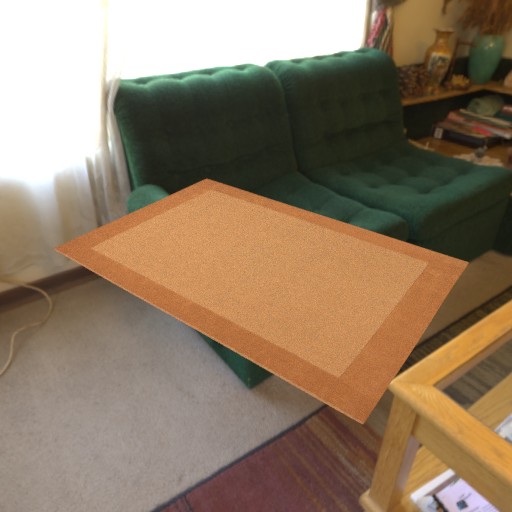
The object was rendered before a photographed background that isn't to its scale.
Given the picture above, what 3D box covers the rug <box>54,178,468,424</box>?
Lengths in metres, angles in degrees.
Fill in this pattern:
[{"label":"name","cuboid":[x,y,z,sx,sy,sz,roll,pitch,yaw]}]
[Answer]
[{"label":"rug","cuboid":[0.000,0.000,2.345,1.829,0.014,1.219,22,39,31]}]
